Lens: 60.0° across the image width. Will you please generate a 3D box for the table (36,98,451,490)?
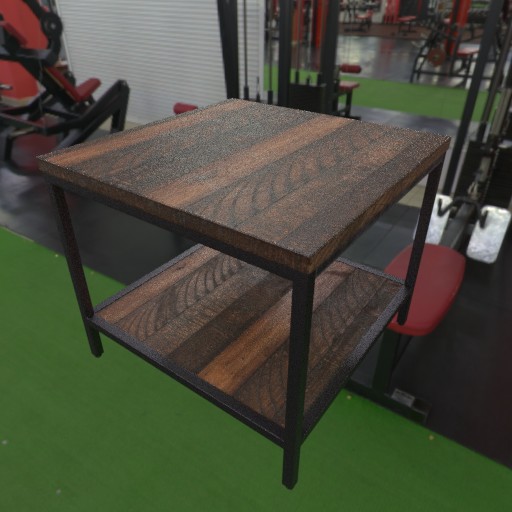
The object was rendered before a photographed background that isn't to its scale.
[{"bbox_3d":[0.000,0.000,0.951,0.553,0.482,0.548,21,38,30],"label":"table"}]
